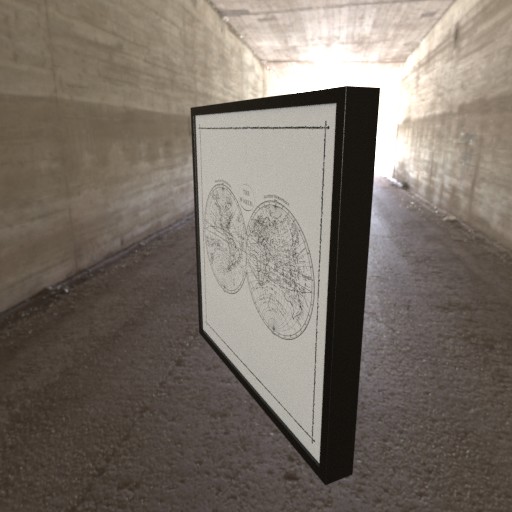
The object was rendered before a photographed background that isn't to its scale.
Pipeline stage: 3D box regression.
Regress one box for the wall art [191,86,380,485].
[{"bbox_3d":[0.000,0.000,0.480,0.029,0.318,0.327,-8,18,-25],"label":"wall art"}]
